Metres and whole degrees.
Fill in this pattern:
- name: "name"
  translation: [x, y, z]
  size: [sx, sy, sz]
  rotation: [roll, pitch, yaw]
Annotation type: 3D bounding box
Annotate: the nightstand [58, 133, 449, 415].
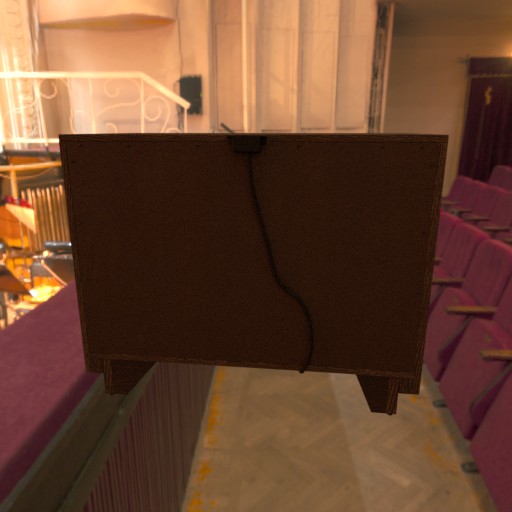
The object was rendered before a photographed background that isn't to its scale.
- name: "nightstand"
  translation: [0.000, 0.000, 1.149]
  size: [0.775, 0.612, 0.457]
  rotation: [2, 16, 7]
